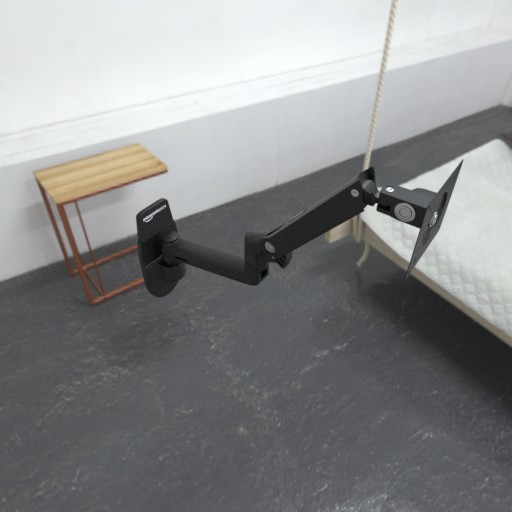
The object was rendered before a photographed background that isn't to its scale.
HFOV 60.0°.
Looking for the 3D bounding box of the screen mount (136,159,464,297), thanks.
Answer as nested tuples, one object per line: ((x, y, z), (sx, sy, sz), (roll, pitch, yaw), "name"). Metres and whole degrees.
((0.000, 0.000, 0.725), (0.495, 0.466, 0.115), (26, 47, 26), "screen mount")
